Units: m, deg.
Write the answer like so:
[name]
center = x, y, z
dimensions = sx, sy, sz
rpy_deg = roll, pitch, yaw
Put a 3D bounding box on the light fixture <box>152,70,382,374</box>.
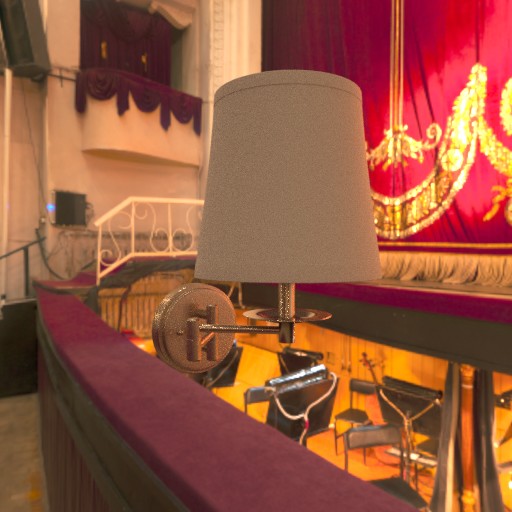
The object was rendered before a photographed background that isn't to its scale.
[light fixture]
center = 0.000, 0.000, 0.589
dimensions = 0.223, 0.381, 0.348
rpy_deg = -1, 1, -37
